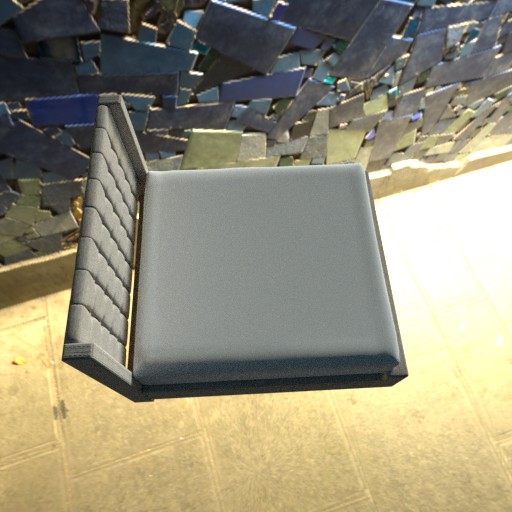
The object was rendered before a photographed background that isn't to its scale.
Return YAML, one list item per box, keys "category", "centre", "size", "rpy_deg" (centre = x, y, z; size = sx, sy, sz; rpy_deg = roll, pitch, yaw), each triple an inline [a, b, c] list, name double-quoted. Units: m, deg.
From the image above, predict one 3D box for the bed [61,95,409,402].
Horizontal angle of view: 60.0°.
- category: "bed"
  centre: [0.000, 0.000, 3.767]
  size: [2.372, 1.748, 2.044]
  rpy_deg: [-3, 64, -1]
